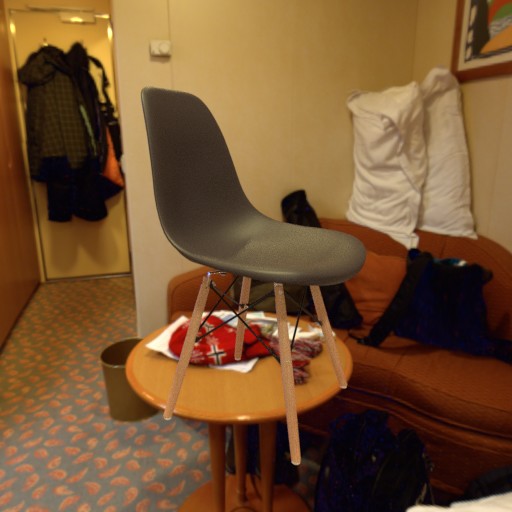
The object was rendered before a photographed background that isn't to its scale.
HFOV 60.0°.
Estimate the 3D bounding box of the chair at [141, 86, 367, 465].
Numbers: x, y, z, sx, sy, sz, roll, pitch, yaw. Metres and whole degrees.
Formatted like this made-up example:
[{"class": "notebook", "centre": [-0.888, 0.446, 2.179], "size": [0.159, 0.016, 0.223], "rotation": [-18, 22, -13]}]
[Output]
[{"class": "chair", "centre": [0.000, 0.000, 1.126], "size": [0.533, 0.825, 0.470], "rotation": [8, 16, 27]}]
